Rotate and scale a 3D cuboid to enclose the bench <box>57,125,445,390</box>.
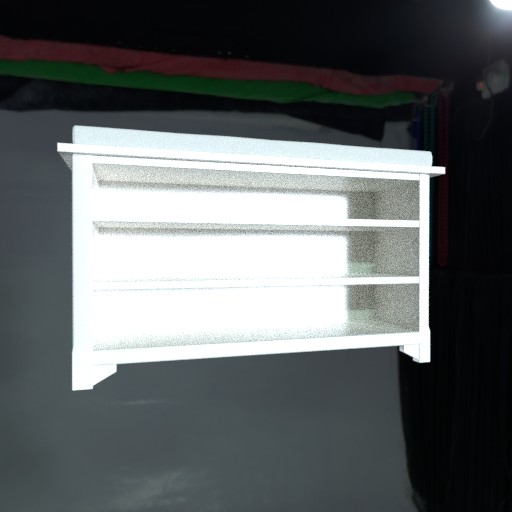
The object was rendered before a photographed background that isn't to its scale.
[{"bbox_3d":[0.000,0.000,1.257,0.987,0.589,0.346,0,0,-16],"label":"bench"}]
